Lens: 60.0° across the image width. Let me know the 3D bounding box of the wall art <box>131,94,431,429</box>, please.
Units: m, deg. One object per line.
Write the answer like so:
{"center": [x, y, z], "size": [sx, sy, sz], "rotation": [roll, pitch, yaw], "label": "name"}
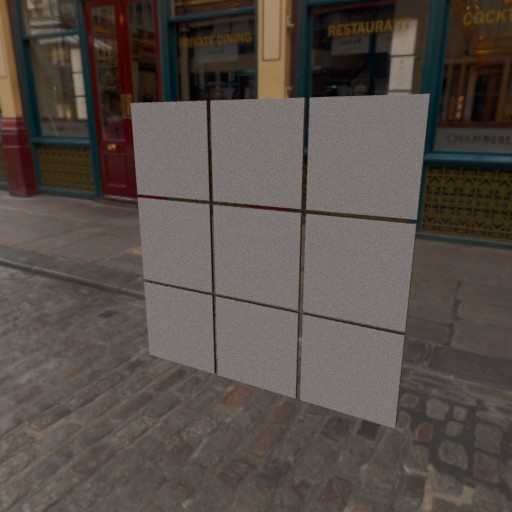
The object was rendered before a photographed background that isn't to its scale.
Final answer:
{"center": [0.000, 0.000, 1.868], "size": [1.256, 1.246, 0.017], "rotation": [9, 18, 27], "label": "wall art"}
